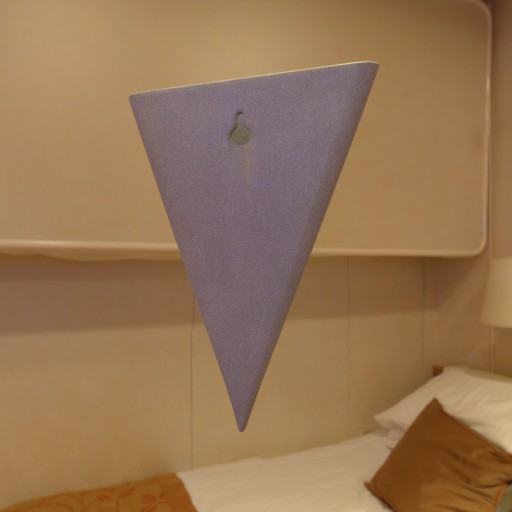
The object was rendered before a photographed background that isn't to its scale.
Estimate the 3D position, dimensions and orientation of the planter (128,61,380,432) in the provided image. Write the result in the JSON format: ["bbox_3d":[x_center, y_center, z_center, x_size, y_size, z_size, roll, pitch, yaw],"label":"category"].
[{"bbox_3d":[0.000,0.000,0.273,0.150,0.197,0.060,0,-1,18],"label":"planter"}]
